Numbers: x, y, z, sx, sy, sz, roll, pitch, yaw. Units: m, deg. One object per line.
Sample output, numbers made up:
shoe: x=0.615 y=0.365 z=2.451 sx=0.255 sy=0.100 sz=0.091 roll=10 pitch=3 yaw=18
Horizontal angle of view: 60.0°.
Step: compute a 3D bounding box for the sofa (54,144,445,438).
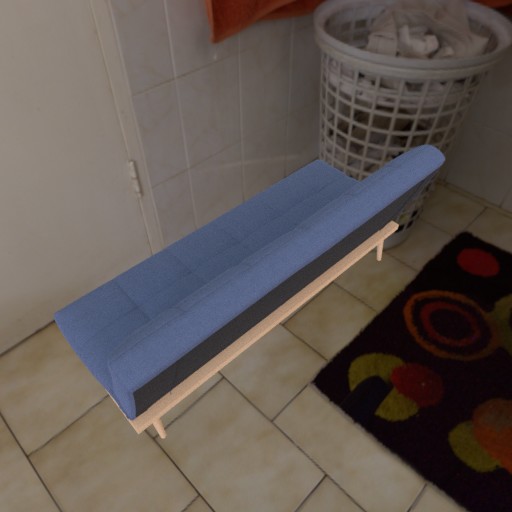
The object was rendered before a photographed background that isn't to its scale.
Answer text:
sofa: x=0.000 y=0.000 z=2.176 sx=1.800 sy=0.800 sz=0.796 roll=-34 pitch=55 yaw=-28
